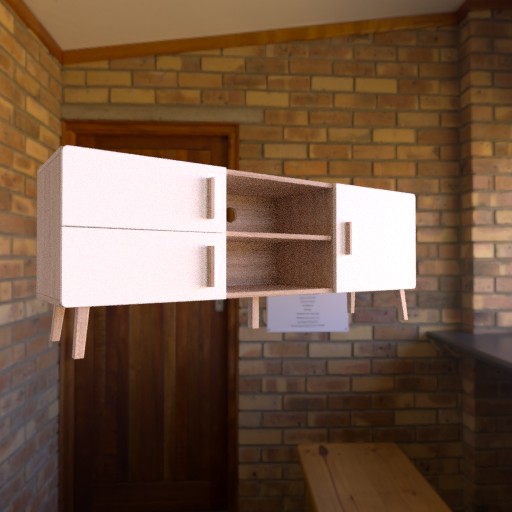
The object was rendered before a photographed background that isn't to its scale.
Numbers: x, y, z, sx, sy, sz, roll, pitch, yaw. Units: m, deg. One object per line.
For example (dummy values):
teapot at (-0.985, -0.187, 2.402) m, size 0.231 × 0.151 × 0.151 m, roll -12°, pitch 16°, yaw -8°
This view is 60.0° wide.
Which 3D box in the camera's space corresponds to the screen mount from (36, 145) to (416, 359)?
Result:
screen mount at (0.000, 0.000, 1.742) m, size 1.500 × 0.570 × 0.420 m, roll 1°, pitch -1°, yaw -35°
